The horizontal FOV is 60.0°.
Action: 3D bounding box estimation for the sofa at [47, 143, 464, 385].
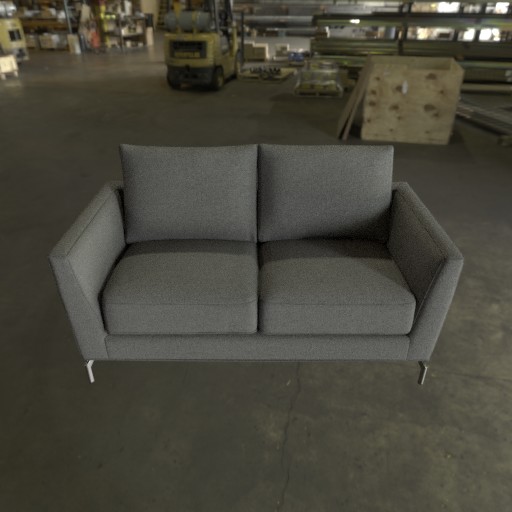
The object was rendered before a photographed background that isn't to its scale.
[{"bbox_3d":[0.000,0.000,2.121,1.594,0.924,0.803,0,31,0],"label":"sofa"}]
